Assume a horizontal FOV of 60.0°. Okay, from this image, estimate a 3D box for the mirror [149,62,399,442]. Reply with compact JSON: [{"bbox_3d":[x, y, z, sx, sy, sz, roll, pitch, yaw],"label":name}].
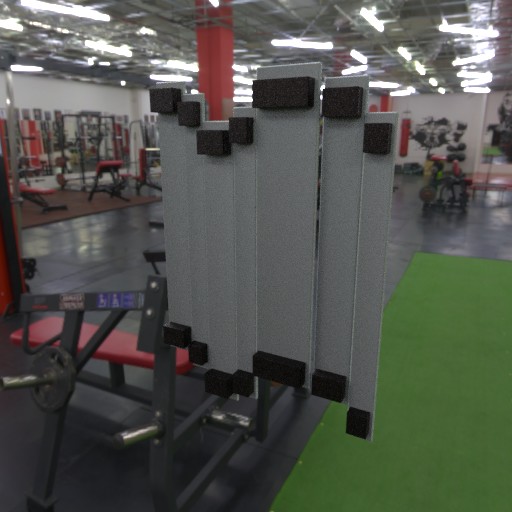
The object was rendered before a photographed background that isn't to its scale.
[{"bbox_3d":[0.000,0.000,0.774,0.445,0.611,0.058,8,17,28],"label":"mirror"}]
